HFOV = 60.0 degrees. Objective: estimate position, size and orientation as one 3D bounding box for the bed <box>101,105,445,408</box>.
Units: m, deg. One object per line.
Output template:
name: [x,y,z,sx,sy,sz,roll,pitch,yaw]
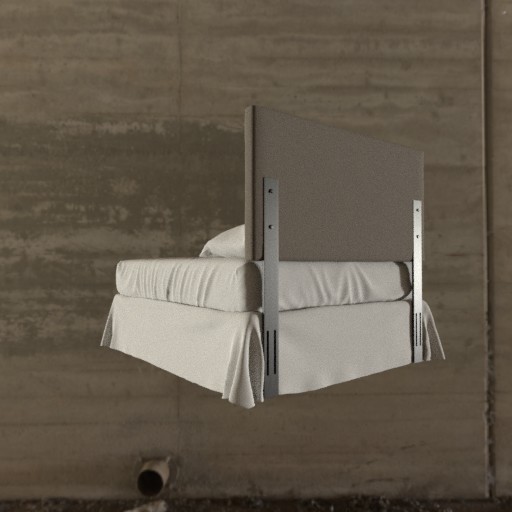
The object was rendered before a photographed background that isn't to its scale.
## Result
bed: [0.000,0.000,3.634,1.936,1.577,2.222,1,-1,-38]
